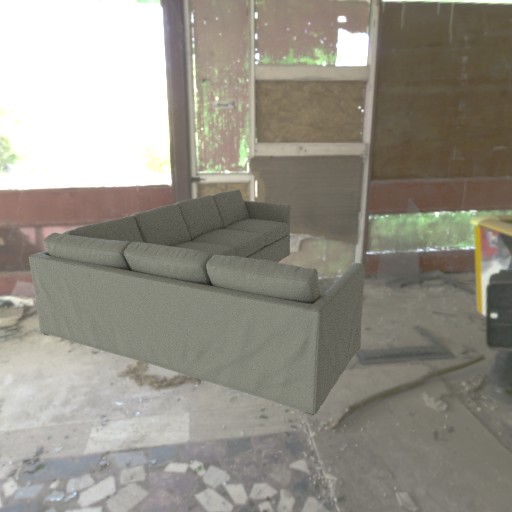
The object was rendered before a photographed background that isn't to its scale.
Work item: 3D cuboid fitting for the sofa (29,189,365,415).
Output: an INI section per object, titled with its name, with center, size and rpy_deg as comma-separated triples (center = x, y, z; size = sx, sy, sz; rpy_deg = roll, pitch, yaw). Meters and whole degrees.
[sofa]
center = 0.000, 0.000, 4.373
size = 2.432, 0.871, 3.182
rpy_deg = 8, 18, 26
